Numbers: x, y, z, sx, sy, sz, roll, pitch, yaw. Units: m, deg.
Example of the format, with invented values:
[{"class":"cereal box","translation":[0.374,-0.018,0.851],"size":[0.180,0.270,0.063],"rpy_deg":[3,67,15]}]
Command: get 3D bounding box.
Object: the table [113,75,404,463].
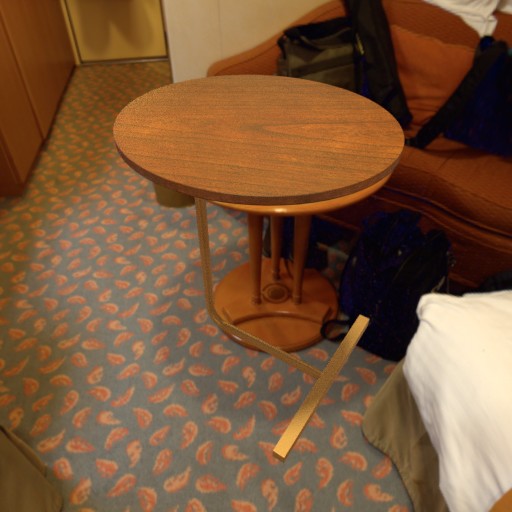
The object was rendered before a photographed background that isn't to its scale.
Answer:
[{"class":"table","translation":[0.000,0.000,1.111],"size":[0.577,0.706,0.530],"rpy_deg":[23,46,25]}]
